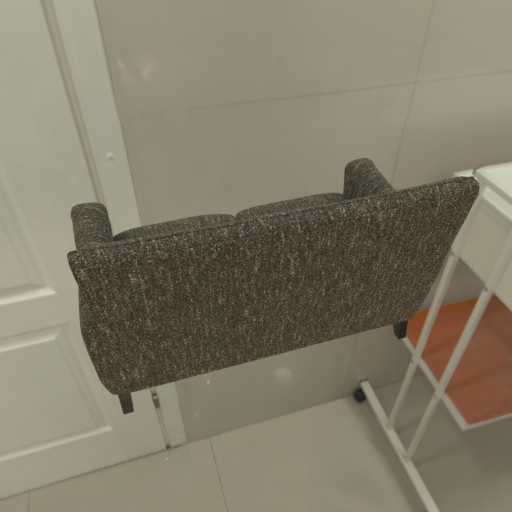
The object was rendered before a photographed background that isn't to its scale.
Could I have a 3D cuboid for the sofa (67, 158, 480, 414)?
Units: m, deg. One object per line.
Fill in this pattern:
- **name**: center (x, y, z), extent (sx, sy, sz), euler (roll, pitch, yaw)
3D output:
- **sofa**: center (0.000, 0.000, 1.999), extent (1.519, 0.946, 0.801), euler (-12, 42, -13)
